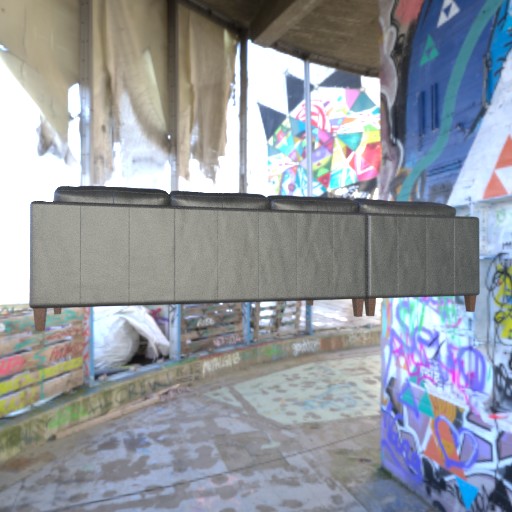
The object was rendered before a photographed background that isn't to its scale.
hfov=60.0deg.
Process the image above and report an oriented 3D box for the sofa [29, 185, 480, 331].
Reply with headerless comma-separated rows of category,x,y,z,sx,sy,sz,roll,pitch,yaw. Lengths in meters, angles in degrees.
sofa,0.000,0.000,3.742,3.203,0.883,1.581,0,-1,-18
